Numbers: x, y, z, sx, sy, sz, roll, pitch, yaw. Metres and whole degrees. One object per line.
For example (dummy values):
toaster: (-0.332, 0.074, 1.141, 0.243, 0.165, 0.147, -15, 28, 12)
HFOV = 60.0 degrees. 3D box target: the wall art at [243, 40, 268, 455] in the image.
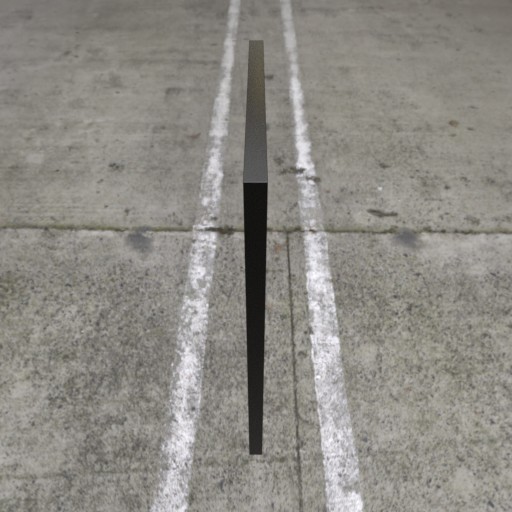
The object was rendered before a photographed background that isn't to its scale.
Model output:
wall art: (0.000, 0.000, 1.397, 0.043, 1.046, 0.788, 0, 42, 0)
